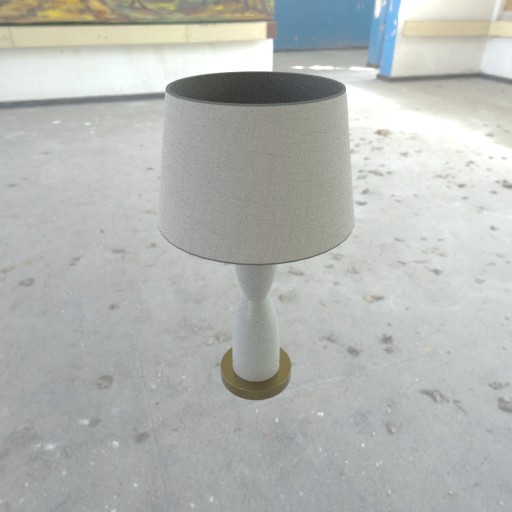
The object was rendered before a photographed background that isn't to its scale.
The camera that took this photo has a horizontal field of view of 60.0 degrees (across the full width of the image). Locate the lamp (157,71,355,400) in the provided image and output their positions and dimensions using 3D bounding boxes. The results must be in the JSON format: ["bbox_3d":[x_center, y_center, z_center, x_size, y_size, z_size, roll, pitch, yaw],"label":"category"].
[{"bbox_3d":[0.000,0.000,0.746,0.309,0.545,0.309,0,31,0],"label":"lamp"}]
